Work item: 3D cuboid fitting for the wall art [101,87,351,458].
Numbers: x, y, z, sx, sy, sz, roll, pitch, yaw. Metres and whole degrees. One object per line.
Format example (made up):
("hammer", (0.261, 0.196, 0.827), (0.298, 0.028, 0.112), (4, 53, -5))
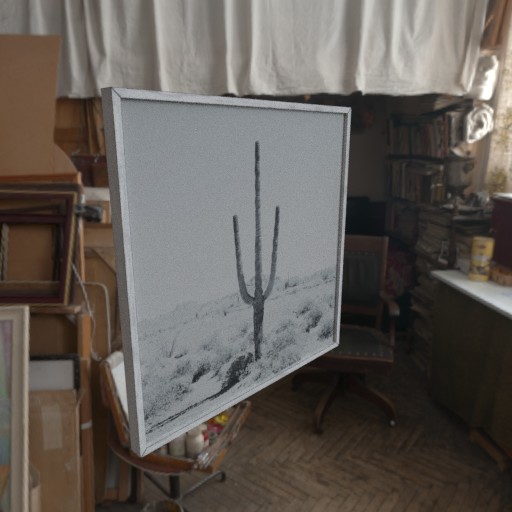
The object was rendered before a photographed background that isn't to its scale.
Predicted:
("wall art", (0.000, 0.000, 1.146), (0.038, 0.762, 0.762), (14, 20, 42))
